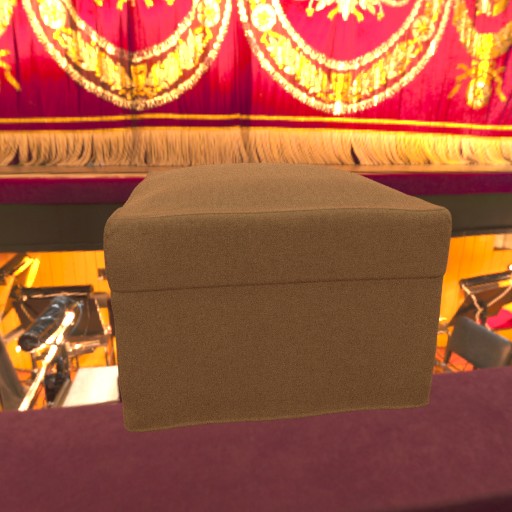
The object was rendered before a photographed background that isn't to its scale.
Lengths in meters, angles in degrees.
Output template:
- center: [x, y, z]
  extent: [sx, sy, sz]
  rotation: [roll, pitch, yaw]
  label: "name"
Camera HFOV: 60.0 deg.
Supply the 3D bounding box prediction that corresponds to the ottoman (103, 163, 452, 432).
- center: [0.000, 0.000, 1.222]
  extent: [0.650, 0.485, 0.833]
  rotation: [-2, 17, -8]
  label: "ottoman"
